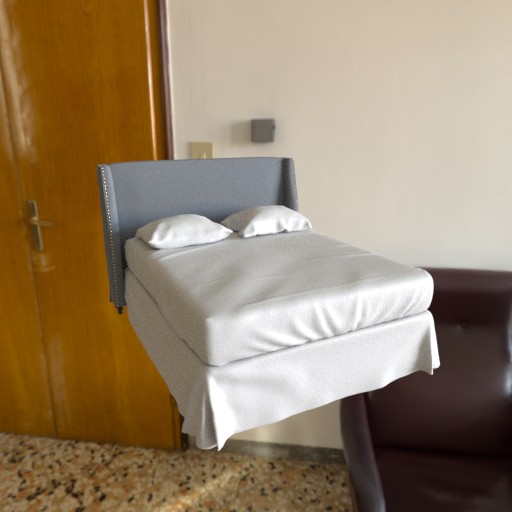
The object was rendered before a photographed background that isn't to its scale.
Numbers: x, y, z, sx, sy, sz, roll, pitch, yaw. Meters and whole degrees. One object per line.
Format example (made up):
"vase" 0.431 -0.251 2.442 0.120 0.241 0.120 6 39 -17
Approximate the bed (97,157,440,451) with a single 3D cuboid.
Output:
"bed" 0.000 0.000 3.425 1.925 1.332 2.276 -8 19 -26
